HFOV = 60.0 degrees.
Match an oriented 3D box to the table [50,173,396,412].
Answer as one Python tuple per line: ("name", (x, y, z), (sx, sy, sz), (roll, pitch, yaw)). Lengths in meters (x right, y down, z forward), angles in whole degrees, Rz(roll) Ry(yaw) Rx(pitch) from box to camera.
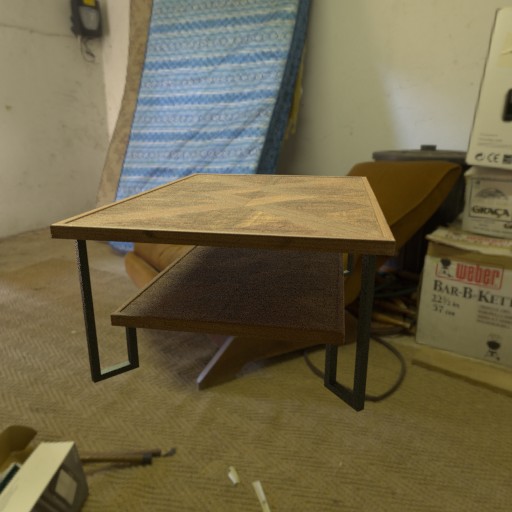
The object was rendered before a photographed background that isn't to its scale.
("table", (0.000, 0.000, 1.739), (0.877, 0.492, 1.238), (3, 17, 10))
